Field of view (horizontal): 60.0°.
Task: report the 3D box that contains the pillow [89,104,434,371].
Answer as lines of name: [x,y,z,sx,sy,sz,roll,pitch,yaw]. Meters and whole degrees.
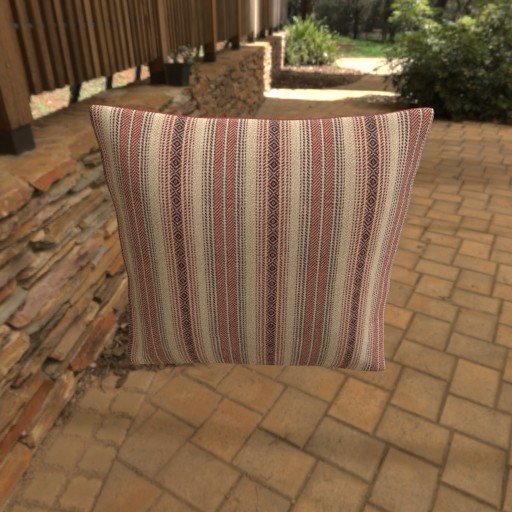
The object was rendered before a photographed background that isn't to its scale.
pillow: [0.000,0.000,0.765,0.513,0.497,0.166,1,29,2]
